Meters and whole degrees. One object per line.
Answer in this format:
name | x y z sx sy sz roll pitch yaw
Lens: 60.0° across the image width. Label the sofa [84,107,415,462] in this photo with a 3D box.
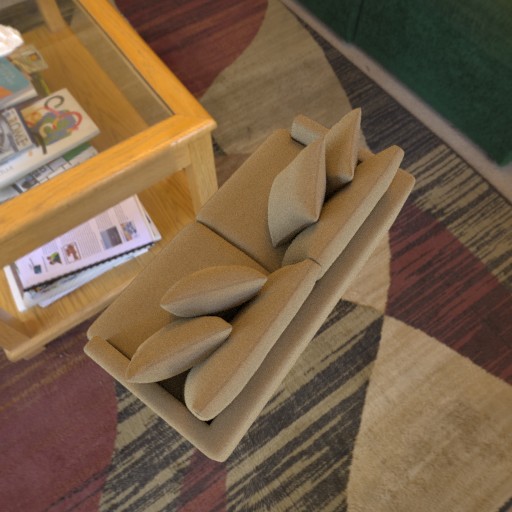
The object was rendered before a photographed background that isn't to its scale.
sofa | 0.000 0.000 3.101 1.228 1.084 2.380 34 69 15
